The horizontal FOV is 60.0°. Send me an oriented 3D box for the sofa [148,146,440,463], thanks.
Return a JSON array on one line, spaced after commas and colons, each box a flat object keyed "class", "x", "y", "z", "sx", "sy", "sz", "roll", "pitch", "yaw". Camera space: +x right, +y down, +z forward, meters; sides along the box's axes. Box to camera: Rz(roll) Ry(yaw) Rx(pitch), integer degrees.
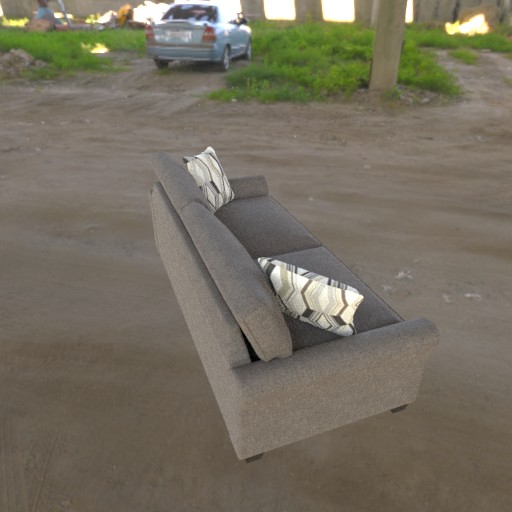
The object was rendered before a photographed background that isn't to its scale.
[{"class": "sofa", "x": 0.000, "y": 0.000, "z": 2.537, "sx": 0.889, "sy": 0.813, "sz": 2.032, "roll": -11, "pitch": 32, "yaw": -18}]
